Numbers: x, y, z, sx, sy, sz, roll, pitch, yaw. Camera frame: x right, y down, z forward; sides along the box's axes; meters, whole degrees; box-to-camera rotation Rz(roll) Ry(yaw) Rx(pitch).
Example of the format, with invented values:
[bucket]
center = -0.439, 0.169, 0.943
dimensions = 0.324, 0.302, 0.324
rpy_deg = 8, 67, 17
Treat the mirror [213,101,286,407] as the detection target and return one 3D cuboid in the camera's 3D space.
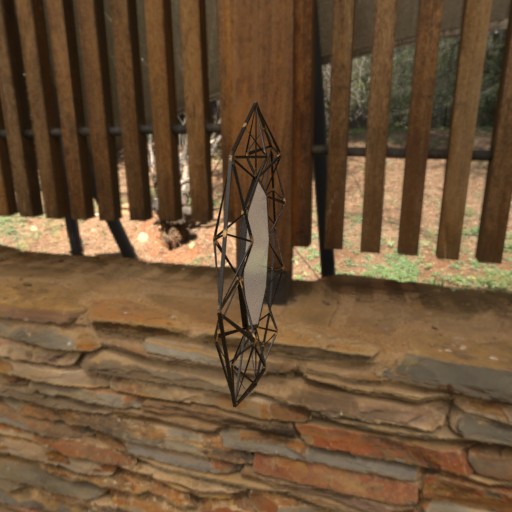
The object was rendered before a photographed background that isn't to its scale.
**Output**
[mirror]
center = 0.000, 0.000, 1.075
dimensions = 0.094, 0.710, 0.710
rpy_deg = 3, 16, 10
